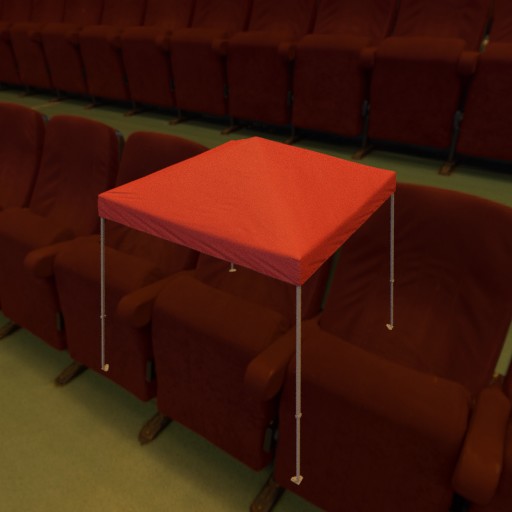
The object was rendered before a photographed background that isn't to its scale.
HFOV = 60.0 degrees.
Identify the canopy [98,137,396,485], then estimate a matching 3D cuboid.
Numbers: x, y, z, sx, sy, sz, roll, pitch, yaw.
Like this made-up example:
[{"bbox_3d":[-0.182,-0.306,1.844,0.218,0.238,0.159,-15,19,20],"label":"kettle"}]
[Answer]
[{"bbox_3d":[0.000,0.000,6.681,3.600,3.600,3.599,18,35,28],"label":"canopy"}]
